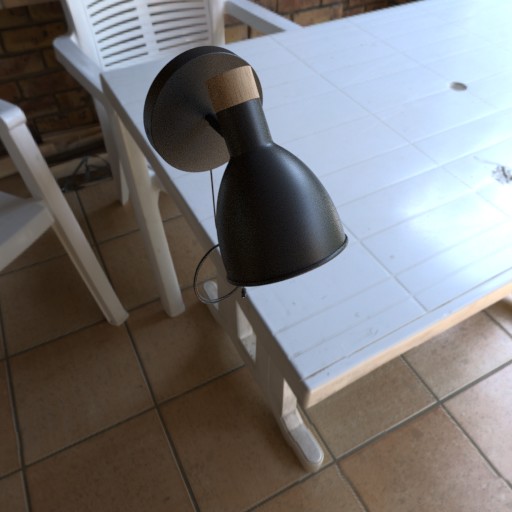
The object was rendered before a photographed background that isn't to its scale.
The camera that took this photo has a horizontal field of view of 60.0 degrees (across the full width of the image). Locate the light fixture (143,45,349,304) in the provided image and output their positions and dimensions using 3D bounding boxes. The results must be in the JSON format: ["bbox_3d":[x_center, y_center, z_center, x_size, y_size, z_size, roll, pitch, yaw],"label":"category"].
[{"bbox_3d":[0.000,0.000,0.492,0.127,0.401,0.203,-26,53,-22],"label":"light fixture"}]
